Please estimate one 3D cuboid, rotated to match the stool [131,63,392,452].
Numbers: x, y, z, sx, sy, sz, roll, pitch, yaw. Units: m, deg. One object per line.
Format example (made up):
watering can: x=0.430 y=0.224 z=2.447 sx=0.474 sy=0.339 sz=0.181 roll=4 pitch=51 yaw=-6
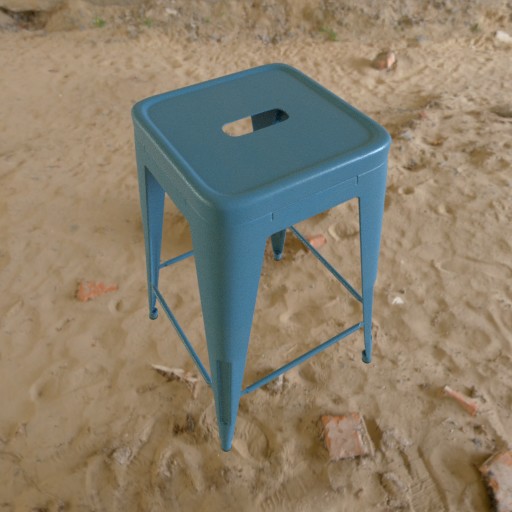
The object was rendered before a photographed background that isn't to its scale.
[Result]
stool: x=0.000 y=0.000 z=0.887 sx=0.410 sy=0.608 sz=0.410 roll=-25 pitch=52 yaw=-21
